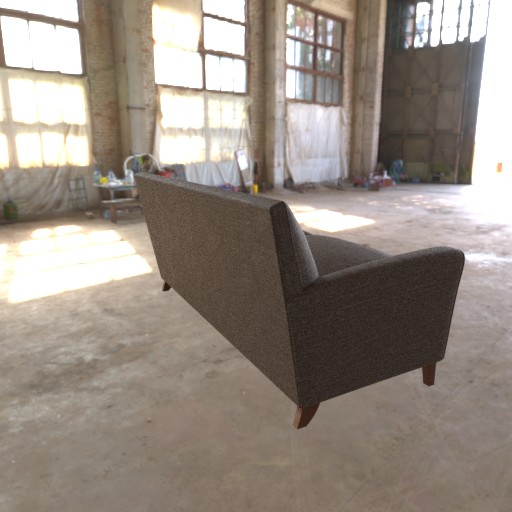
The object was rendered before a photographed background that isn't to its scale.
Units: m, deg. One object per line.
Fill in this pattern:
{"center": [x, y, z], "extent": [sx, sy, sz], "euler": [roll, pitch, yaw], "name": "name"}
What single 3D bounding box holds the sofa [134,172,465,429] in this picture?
{"center": [0.000, 0.000, 2.450], "extent": [0.875, 0.846, 1.976], "euler": [-7, 15, -26], "name": "sofa"}
